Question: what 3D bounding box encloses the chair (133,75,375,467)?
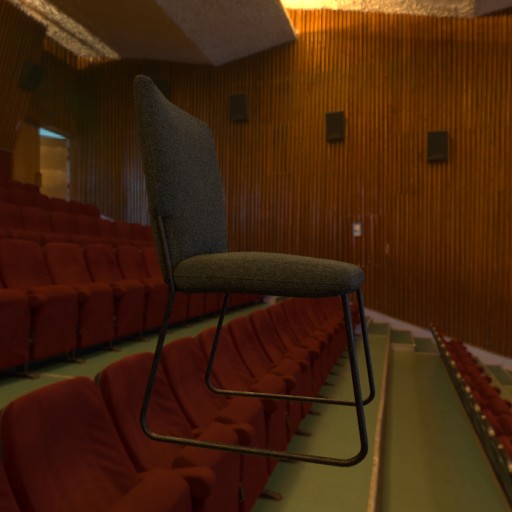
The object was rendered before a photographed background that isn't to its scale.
[{"bbox_3d":[0.000,0.000,1.257,0.635,0.931,0.480,0,-1,17],"label":"chair"}]
